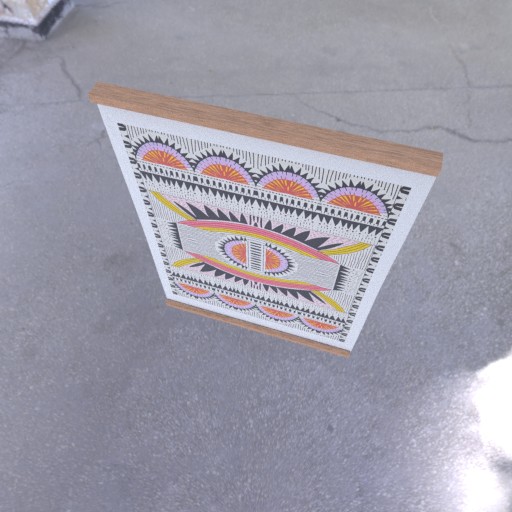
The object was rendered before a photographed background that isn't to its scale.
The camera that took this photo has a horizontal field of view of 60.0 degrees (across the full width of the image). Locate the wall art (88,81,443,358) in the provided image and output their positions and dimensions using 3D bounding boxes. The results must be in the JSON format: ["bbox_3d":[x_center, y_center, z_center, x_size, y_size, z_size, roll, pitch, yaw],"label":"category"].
[{"bbox_3d":[0.000,0.000,0.806,0.456,0.609,0.028,15,58,9],"label":"wall art"}]
